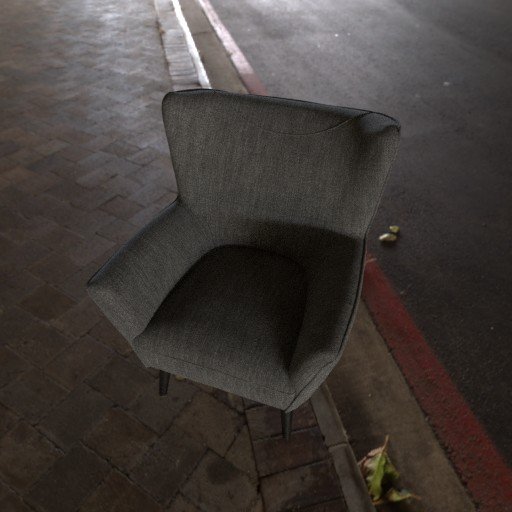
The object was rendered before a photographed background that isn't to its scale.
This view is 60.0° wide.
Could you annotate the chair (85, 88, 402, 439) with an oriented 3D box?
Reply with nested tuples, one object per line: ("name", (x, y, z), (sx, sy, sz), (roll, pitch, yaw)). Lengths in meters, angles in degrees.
("chair", (0.000, 0.000, 1.565), (0.781, 0.933, 0.888), (13, 43, 15))
